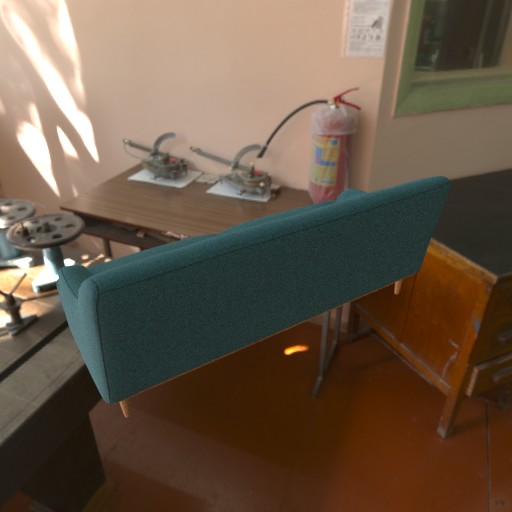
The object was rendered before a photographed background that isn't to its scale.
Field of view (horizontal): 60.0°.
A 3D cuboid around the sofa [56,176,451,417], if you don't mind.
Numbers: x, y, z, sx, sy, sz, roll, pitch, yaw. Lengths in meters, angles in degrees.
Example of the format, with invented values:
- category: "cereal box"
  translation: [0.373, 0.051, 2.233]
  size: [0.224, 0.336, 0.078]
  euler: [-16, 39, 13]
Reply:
- category: "sofa"
  translation: [0.000, 0.000, 2.548]
  size: [2.057, 0.871, 0.978]
  euler: [-18, 35, -28]
